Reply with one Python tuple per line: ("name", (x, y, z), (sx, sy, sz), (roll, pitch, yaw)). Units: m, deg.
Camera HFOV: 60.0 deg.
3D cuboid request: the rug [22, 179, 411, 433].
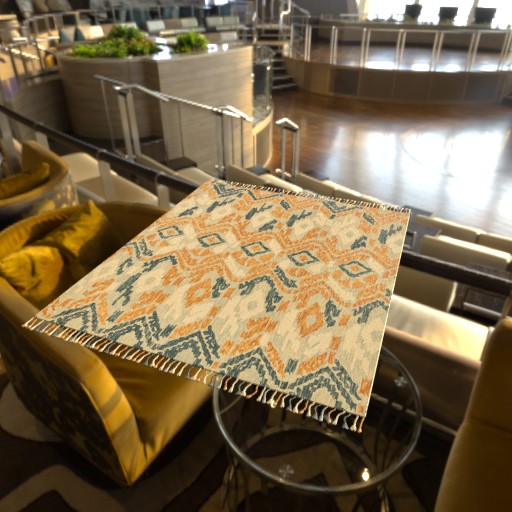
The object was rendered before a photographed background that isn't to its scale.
("rug", (0.000, 0.000, 4.014), (2.439, 0.010, 3.048), (12, 34, 18))
